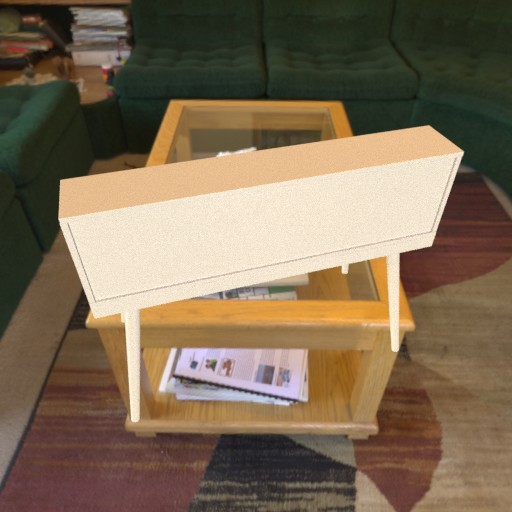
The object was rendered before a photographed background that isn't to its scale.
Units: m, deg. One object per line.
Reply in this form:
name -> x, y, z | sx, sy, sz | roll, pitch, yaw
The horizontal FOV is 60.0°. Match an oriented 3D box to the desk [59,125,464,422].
desk -> 0.000, 0.000, 1.756 | 1.199, 0.990, 0.559 | -11, 43, -12
